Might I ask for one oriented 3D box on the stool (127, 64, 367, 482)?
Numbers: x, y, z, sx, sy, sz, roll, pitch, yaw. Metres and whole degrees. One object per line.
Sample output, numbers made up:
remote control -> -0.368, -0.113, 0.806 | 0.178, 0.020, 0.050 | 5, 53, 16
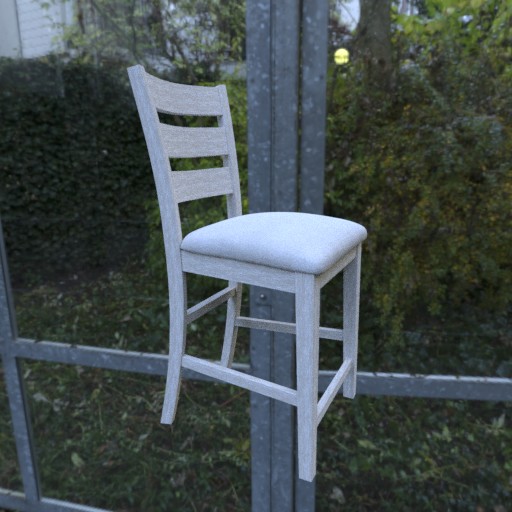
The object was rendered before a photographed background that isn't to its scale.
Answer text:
stool -> 0.000, 0.000, 1.326 | 0.569, 1.032, 0.484 | 7, 15, 25
